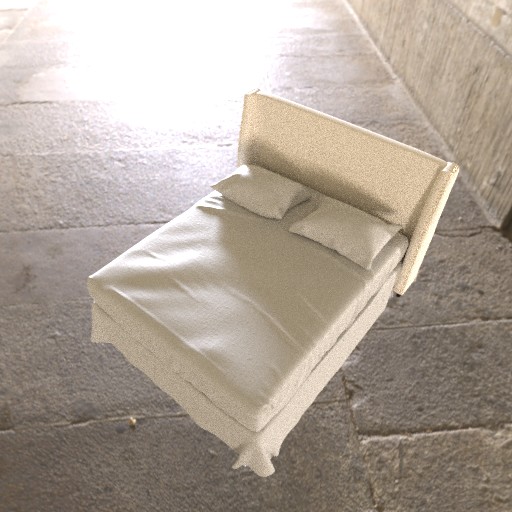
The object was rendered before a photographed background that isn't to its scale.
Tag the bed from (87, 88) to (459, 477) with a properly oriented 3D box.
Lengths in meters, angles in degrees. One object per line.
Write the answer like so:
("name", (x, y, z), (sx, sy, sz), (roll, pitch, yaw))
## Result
("bed", (0.000, 0.000, 3.415), (1.925, 1.332, 2.276), (31, 54, 26))
